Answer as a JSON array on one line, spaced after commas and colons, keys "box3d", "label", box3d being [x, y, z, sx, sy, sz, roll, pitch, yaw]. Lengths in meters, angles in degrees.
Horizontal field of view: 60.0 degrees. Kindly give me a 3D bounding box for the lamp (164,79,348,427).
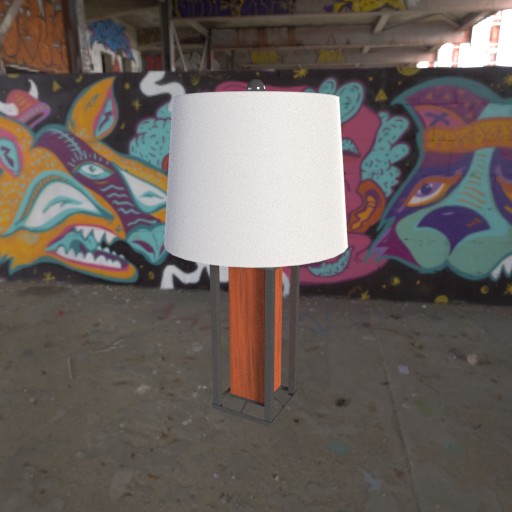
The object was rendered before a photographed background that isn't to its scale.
[{"box3d": [0.000, 0.000, 0.792, 0.320, 0.591, 0.320, 0, 16, 0], "label": "lamp"}]
